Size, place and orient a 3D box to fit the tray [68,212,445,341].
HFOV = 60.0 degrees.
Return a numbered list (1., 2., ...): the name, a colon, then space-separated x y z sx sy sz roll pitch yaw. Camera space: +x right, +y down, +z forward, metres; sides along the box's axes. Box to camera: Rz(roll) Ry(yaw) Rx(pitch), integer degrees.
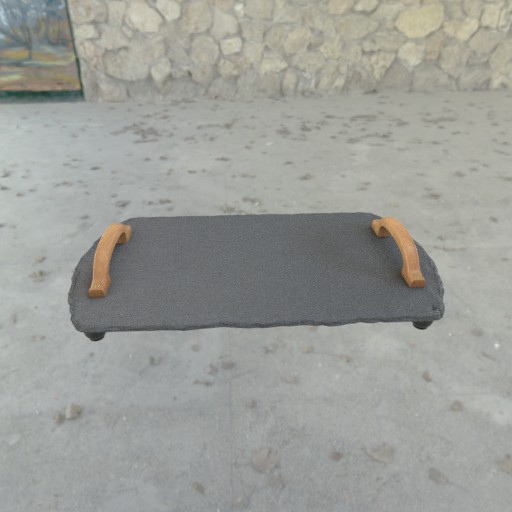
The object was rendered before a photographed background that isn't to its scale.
1. tray: 0.000 0.000 0.484 0.387 0.062 0.231 -2 30 -3
